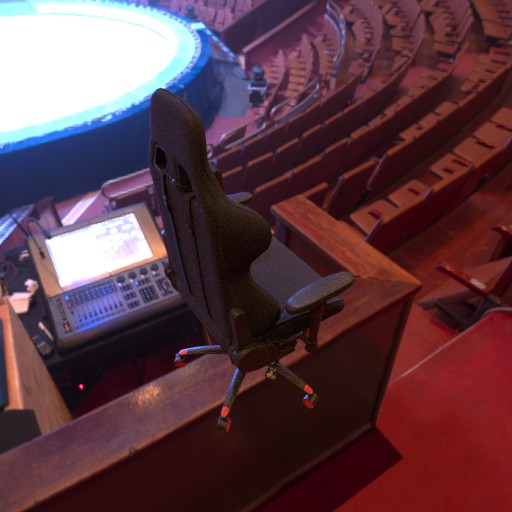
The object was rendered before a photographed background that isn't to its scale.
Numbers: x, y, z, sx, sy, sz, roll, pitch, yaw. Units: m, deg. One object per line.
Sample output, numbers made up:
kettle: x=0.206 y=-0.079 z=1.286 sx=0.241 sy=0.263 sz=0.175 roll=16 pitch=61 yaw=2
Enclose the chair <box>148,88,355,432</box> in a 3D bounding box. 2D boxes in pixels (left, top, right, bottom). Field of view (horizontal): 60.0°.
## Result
chair: x=0.000 y=0.000 z=1.673 sx=0.658 sy=1.326 sz=0.695 roll=-24 pitch=46 yaw=-26
